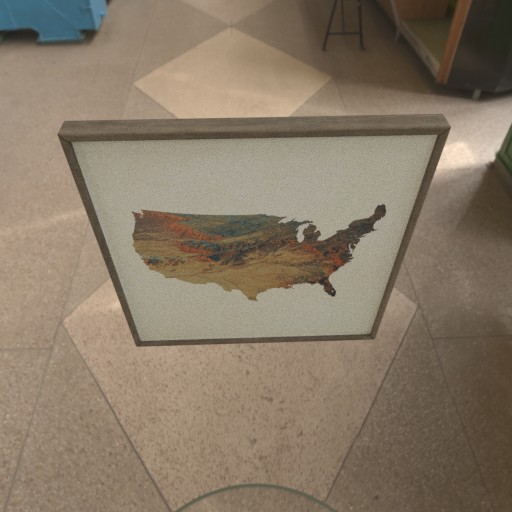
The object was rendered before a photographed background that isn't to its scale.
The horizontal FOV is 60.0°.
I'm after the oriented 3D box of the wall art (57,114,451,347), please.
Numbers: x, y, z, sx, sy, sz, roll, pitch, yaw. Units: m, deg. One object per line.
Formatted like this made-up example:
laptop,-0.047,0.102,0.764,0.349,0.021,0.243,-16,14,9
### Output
wall art,0.000,0.000,1.132,0.749,0.751,0.050,-1,47,-1
